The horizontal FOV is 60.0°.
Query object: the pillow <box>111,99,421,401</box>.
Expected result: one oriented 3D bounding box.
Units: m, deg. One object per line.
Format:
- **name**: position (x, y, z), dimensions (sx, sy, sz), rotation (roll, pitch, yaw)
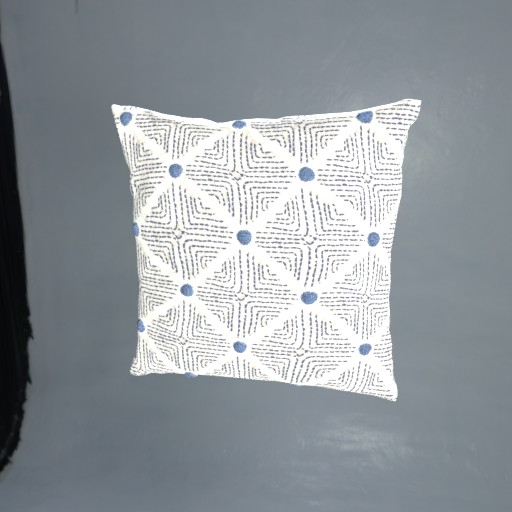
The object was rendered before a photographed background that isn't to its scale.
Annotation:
- **pillow**: position (0.000, 0.000, 0.772), dimensions (0.510, 0.510, 0.145), rotation (3, 15, 10)
